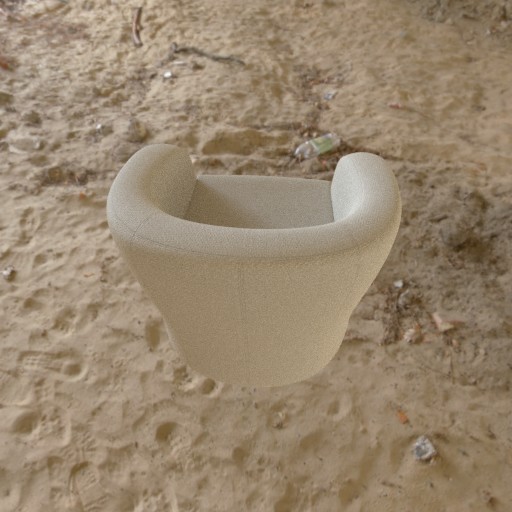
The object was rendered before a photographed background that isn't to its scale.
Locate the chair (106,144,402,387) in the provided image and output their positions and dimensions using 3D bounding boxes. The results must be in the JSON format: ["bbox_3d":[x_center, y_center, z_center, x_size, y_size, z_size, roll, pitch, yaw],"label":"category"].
[{"bbox_3d":[0.000,0.000,1.435,0.791,0.771,0.815,3,46,3],"label":"chair"}]
